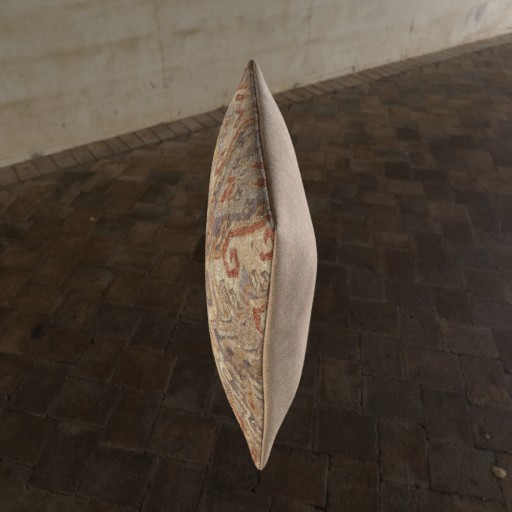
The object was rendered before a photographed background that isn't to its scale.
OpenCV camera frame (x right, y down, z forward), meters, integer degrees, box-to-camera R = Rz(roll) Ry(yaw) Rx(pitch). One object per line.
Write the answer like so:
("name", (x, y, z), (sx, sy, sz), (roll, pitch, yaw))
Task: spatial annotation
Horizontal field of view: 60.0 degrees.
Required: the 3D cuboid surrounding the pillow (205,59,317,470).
("pillow", (0.000, 0.000, 0.769), (0.166, 0.506, 0.523), (-2, 41, -2))
